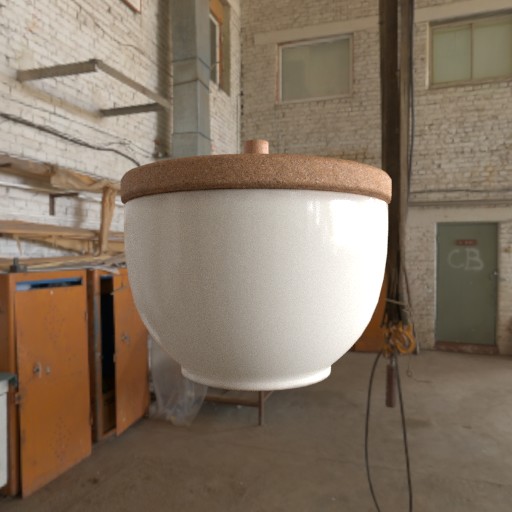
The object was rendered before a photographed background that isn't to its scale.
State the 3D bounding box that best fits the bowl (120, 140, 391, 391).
[{"bbox_3d":[0.000,0.000,0.216,0.126,0.110,0.126,0,0,0],"label":"bowl"}]
